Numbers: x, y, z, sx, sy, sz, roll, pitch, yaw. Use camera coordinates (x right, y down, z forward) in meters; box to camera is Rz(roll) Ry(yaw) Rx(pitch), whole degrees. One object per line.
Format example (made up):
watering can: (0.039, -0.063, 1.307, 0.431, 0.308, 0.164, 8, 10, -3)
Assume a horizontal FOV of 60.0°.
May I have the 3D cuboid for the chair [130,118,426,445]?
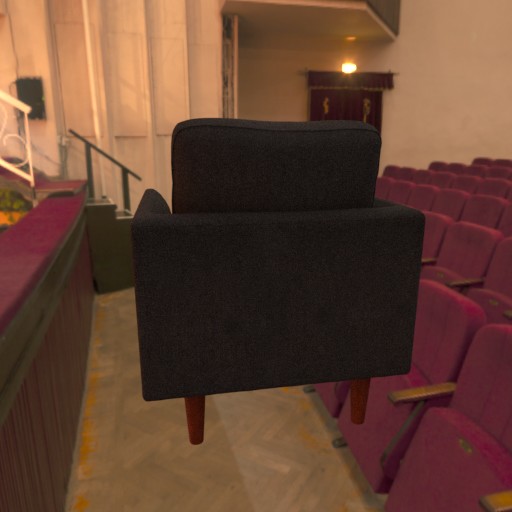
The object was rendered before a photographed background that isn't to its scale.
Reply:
chair: (0.000, 0.000, 1.650, 0.858, 0.957, 0.899, -3, 15, -10)
